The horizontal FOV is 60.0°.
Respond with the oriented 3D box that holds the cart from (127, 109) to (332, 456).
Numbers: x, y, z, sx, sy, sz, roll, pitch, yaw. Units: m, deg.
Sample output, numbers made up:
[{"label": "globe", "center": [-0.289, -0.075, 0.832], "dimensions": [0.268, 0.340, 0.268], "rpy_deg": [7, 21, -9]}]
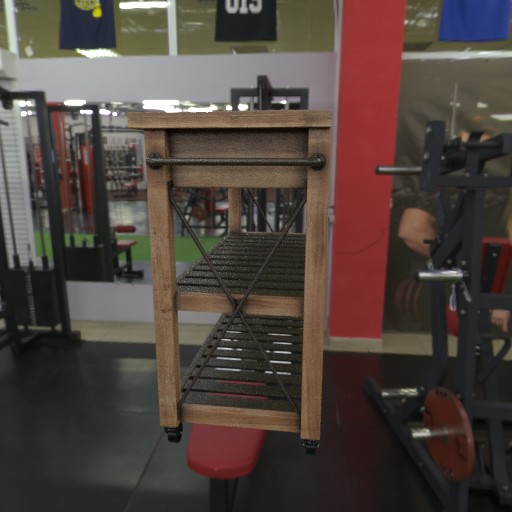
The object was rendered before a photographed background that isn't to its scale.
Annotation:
[{"label": "cart", "center": [0.000, 0.000, 0.978], "dimensions": [0.298, 0.554, 0.686], "rpy_deg": [2, 13, 8]}]
